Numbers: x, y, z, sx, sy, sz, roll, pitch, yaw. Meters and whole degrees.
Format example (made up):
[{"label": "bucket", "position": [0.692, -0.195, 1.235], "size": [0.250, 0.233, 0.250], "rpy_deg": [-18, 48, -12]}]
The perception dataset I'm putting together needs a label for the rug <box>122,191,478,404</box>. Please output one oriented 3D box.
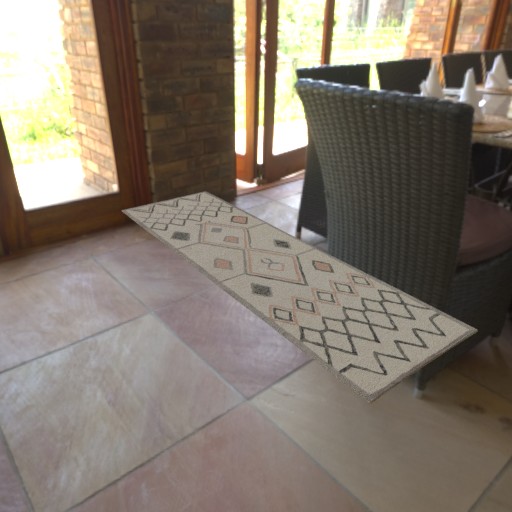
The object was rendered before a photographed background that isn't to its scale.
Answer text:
[{"label": "rug", "position": [0.000, 0.000, 2.717], "size": [0.750, 0.011, 2.435], "rpy_deg": [-19, 33, -32]}]
